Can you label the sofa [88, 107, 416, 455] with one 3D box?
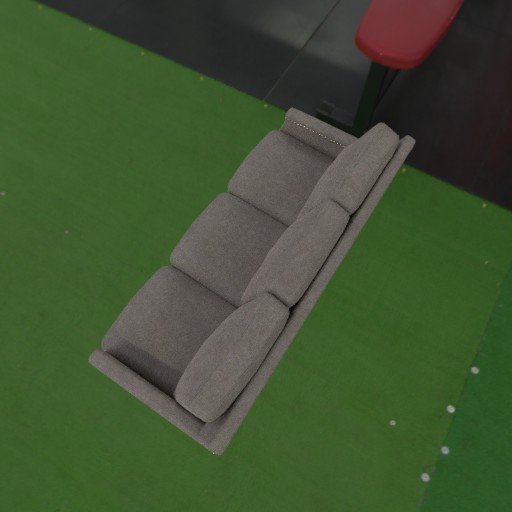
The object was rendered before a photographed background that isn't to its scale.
[{"bbox_3d":[0.000,0.000,2.897,1.034,1.042,2.226,30,68,13],"label":"sofa"}]
